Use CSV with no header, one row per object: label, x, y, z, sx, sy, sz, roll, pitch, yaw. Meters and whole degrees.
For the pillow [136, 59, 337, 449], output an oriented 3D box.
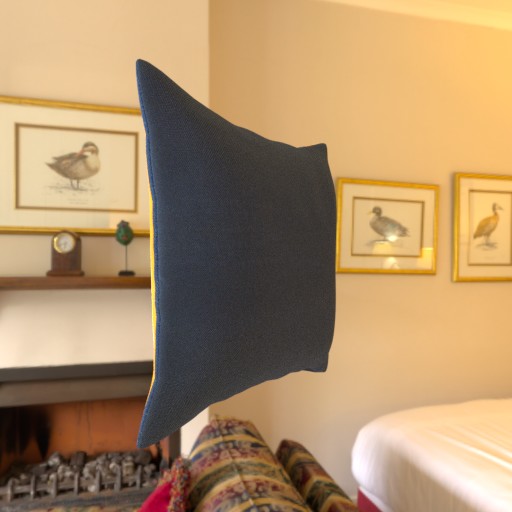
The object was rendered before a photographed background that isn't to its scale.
pillow,0.000,0.000,0.697,0.173,0.454,0.463,-1,-1,37
